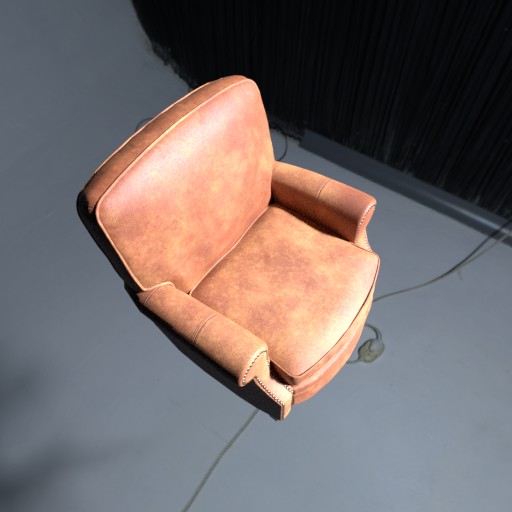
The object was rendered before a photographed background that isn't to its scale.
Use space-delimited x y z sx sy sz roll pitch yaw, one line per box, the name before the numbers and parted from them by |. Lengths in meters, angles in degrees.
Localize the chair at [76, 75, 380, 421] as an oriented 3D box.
chair | 0.000 0.000 1.762 0.986 1.018 0.936 31 62 19
